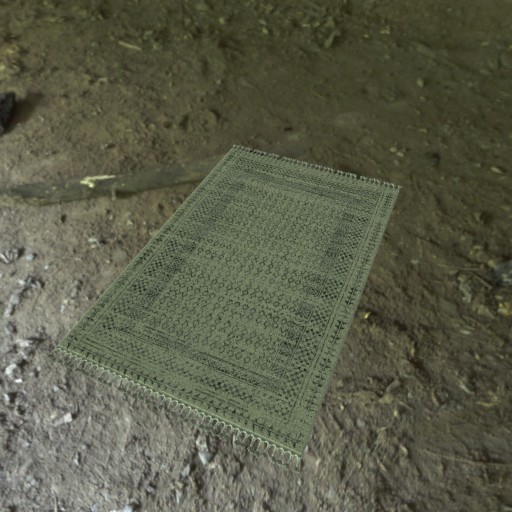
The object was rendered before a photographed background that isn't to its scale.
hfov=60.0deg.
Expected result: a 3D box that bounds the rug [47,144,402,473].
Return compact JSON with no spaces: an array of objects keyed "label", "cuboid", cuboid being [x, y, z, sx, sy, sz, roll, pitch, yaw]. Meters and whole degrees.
[{"label":"rug","cuboid":[0.000,0.000,3.096,1.548,0.013,2.486,18,49,17]}]
